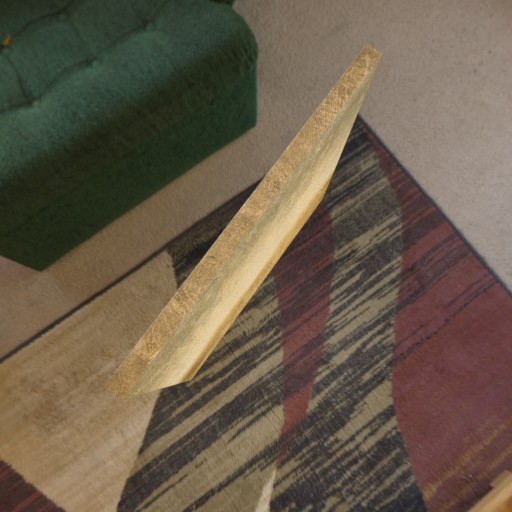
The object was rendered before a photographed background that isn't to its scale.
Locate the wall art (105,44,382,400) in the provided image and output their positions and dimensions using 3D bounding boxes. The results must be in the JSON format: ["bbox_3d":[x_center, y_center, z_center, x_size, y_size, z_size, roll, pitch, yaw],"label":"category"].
[{"bbox_3d":[0.000,0.000,1.620,0.051,1.091,1.092,35,79,8],"label":"wall art"}]
